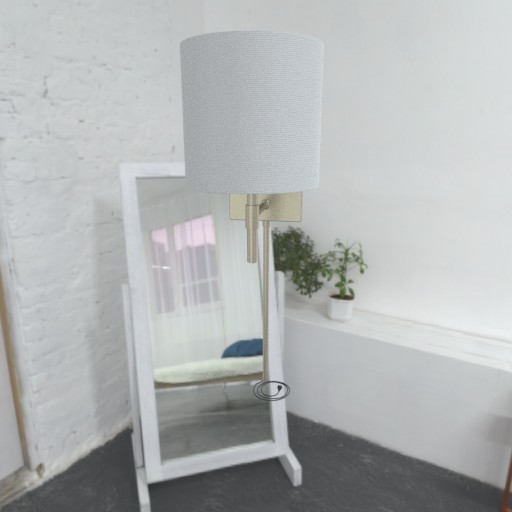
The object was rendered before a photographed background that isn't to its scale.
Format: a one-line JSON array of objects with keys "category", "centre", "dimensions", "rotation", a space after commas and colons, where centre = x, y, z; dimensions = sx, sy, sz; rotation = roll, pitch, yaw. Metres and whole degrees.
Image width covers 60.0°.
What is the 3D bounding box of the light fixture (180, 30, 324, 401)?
[{"category": "light fixture", "centre": [0.000, 0.000, 0.691], "dimensions": [0.188, 0.589, 0.248], "rotation": [3, 16, 10]}]
